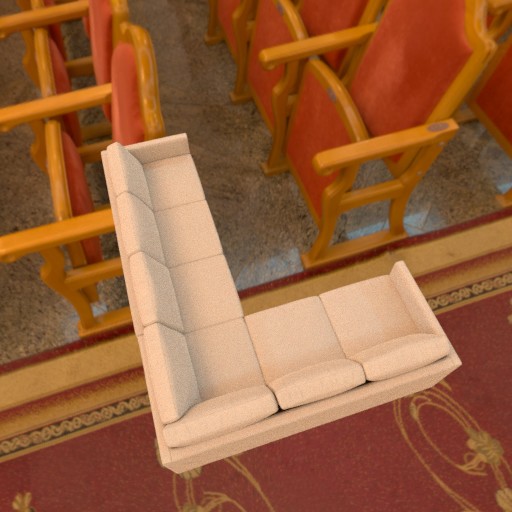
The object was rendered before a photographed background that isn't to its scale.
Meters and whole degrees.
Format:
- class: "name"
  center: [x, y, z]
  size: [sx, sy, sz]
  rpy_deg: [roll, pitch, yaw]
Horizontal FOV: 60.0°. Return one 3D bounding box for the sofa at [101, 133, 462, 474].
- class: "sofa"
  center: [0.000, 0.000, 4.295]
  size: [2.432, 0.871, 3.182]
  rpy_deg: [-15, 60, -9]
